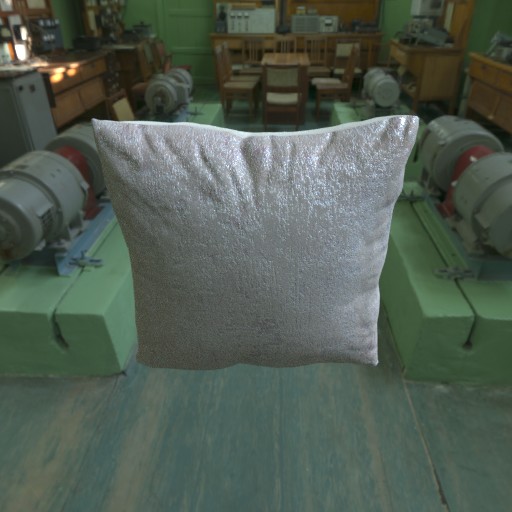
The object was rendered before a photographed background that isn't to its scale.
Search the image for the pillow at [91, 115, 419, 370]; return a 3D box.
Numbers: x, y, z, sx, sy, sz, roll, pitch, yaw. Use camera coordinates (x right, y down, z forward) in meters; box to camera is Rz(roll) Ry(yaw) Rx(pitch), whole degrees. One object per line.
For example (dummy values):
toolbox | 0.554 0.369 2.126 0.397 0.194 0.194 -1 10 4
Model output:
pillow | 0.000 0.000 0.715 0.450 0.448 0.245 1 31 1
